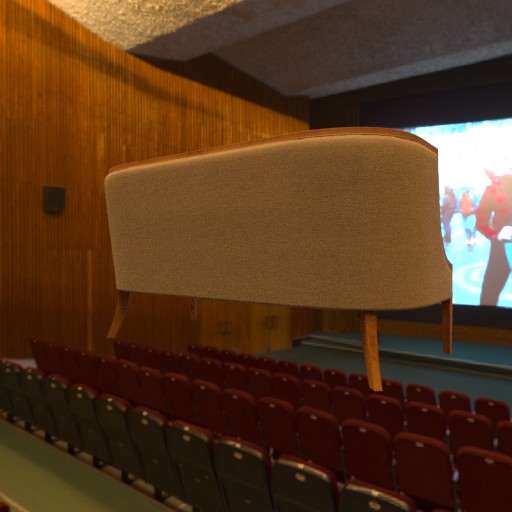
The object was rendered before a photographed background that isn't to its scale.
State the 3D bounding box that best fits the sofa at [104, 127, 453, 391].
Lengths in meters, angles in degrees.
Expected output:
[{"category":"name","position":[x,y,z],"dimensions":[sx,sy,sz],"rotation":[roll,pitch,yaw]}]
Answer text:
[{"category":"sofa","position":[0.000,0.000,1.921],"dimensions":[1.474,0.775,0.770],"rotation":[1,1,37]}]
